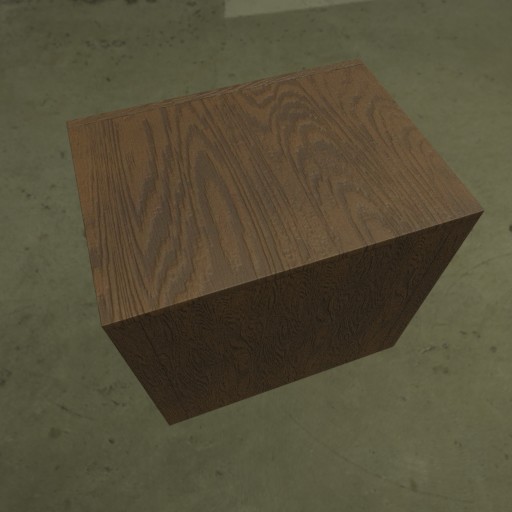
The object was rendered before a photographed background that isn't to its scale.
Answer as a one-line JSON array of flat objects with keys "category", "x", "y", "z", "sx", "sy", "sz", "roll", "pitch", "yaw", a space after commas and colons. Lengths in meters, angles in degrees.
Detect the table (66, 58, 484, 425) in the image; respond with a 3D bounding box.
[{"category": "table", "x": 0.000, "y": 0.000, "z": 0.957, "sx": 0.560, "sy": 0.585, "sz": 0.439, "roll": -16, "pitch": 58, "yaw": -11}]
